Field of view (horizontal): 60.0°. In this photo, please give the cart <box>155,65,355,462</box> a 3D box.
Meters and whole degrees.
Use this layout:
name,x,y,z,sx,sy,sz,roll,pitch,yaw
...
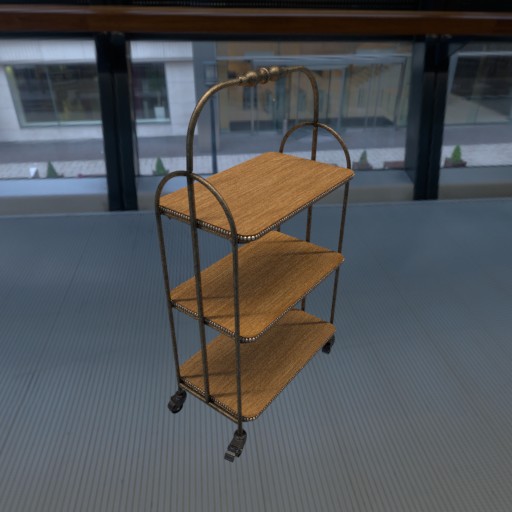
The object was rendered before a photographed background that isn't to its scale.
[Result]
name,x,y,z,sx,sy,sz,roll,pitch,yaw
cart,0.000,0.000,1.338,0.330,1.052,0.650,21,37,31
